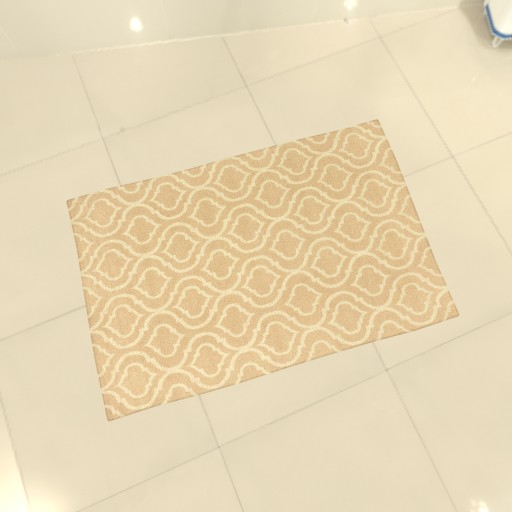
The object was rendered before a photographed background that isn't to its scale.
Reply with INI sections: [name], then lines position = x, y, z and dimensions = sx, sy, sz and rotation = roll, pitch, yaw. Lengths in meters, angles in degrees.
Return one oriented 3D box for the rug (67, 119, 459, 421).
[rug]
position = 0.000, 0.000, 2.250
dimensions = 1.761, 0.013, 1.152
rotation = -16, 75, -4
